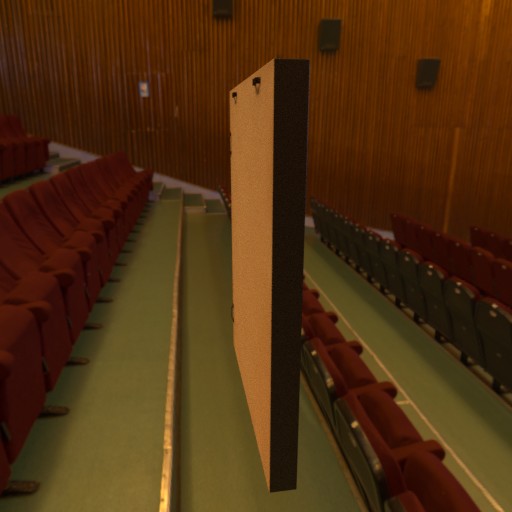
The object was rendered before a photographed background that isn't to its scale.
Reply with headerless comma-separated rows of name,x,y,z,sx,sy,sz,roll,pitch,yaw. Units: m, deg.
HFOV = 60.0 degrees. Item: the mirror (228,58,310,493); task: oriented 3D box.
mirror,0.000,0.000,0.685,0.041,0.508,0.405,-3,16,-9
